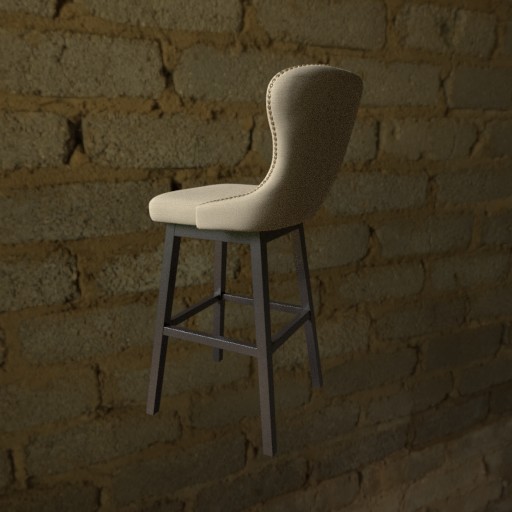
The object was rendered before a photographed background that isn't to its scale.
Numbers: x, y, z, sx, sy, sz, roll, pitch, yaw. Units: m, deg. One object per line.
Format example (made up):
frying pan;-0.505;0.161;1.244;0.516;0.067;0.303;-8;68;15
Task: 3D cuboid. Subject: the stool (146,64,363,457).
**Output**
stool;0.000;0.000;1.421;0.605;1.066;0.528;7;16;26
